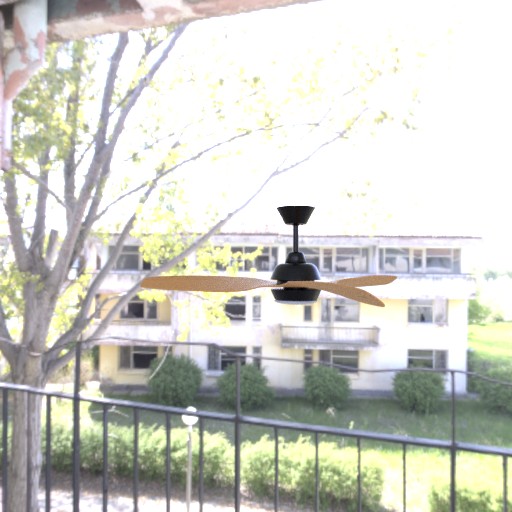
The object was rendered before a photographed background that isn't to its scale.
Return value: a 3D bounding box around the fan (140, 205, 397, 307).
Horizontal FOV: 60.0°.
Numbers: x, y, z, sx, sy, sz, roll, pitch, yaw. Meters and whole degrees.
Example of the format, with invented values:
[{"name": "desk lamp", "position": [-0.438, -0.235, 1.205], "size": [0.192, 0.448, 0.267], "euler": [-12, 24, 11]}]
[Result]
[{"name": "fan", "position": [0.000, 0.000, 1.669], "size": [1.010, 0.355, 1.142], "euler": [0, -1, 18]}]
